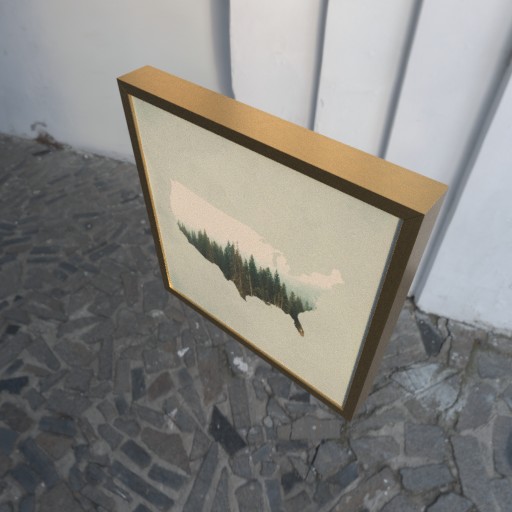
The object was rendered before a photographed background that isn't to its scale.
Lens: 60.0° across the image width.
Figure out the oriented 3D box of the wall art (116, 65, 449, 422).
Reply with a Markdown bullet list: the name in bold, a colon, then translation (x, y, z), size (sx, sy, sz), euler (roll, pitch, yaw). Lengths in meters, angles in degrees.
- **wall art**: translation (0.000, 0.000, 0.463), size (0.304, 0.304, 0.038), euler (31, 53, 26)
